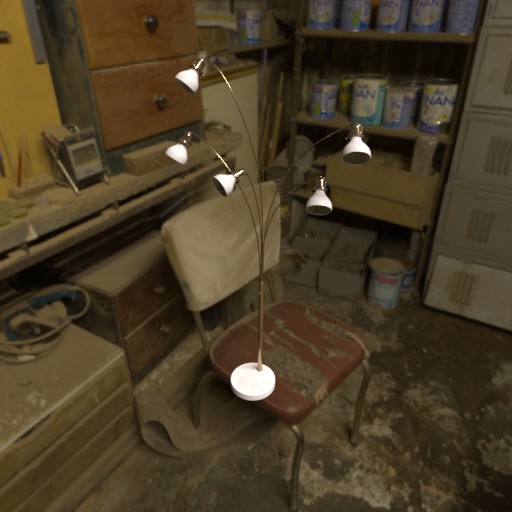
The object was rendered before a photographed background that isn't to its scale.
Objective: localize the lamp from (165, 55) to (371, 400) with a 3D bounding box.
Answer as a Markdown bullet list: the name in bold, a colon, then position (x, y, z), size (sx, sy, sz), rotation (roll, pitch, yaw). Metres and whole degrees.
- **lamp**: position (0.000, 0.000, 3.004), size (1.405, 2.423, 0.361), rotation (19, 35, 29)
